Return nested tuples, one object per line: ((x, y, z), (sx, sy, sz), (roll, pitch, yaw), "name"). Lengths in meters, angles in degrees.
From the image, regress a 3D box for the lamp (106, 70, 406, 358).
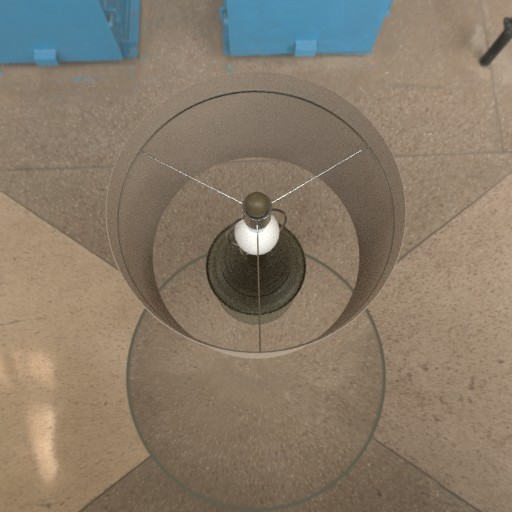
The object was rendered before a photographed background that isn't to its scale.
((0.000, 0.000, 0.702), (0.318, 0.486, 0.318), (0, 76, 0), "lamp")
